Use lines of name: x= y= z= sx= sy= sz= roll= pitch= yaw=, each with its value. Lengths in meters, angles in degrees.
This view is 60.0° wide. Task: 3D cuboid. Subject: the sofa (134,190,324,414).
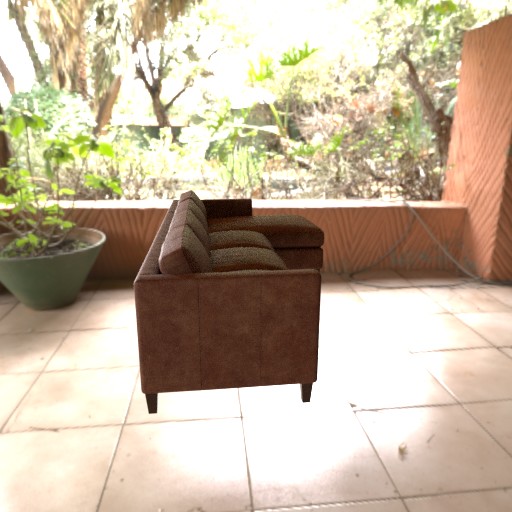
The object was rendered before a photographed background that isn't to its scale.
sofa: x=0.000 y=0.000 z=3.825 sx=1.581 sy=0.883 sz=3.203 roll=-2 pitch=14 yaw=-7
